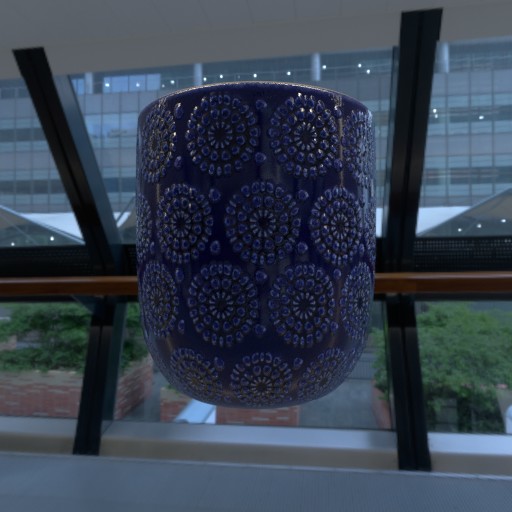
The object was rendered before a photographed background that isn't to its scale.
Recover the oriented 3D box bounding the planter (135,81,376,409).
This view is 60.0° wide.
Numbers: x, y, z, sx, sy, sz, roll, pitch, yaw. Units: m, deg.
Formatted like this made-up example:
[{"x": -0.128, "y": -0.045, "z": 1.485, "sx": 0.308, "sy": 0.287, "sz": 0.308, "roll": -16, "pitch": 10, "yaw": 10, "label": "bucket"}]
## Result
[{"x": 0.000, "y": 0.000, "z": 0.350, "sx": 0.184, "sy": 0.206, "sz": 0.184, "roll": 0, "pitch": -1, "yaw": 0, "label": "planter"}]
